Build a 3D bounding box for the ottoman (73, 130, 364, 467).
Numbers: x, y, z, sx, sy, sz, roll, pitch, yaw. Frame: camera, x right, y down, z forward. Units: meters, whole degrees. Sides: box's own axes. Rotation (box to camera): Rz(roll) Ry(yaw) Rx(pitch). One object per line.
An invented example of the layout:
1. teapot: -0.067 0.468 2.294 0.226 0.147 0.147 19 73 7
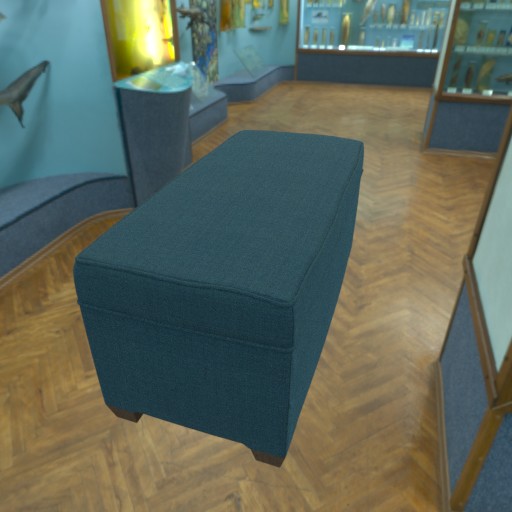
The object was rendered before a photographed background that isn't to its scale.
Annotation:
1. ottoman: 0.000 0.000 1.244 0.474 0.474 0.943 10 33 16
